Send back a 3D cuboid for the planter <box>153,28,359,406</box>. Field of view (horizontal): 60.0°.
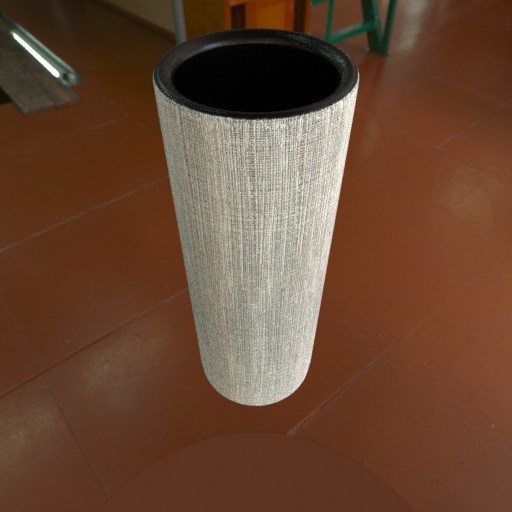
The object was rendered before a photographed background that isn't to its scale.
[{"bbox_3d":[0.000,0.000,0.313,0.100,0.270,0.100,-4,47,-3],"label":"planter"}]
